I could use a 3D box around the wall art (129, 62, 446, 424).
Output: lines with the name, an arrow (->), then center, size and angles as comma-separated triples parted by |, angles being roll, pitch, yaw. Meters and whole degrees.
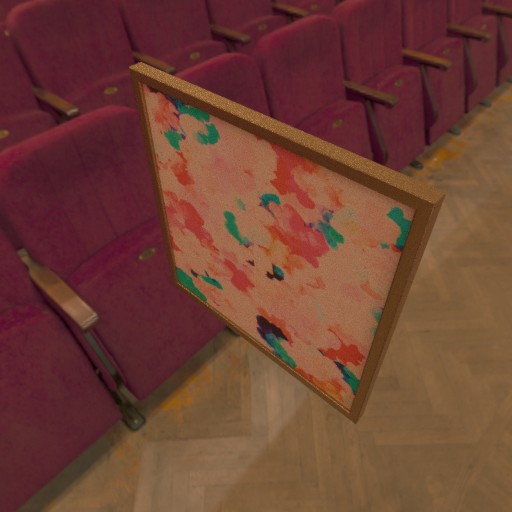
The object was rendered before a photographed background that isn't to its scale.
wall art -> 0.000, 0.000, 1.134 | 0.767, 0.765, 0.036 | 32, 53, 28
